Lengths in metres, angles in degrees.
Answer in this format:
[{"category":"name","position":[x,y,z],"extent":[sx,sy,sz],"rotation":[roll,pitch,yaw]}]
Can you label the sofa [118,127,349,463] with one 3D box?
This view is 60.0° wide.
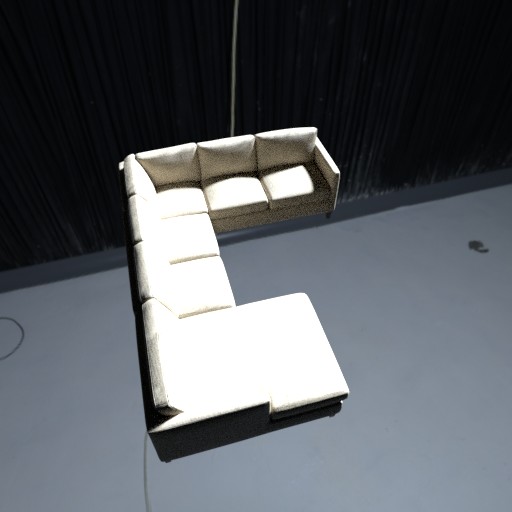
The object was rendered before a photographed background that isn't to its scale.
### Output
[{"category":"sofa","position":[0.000,0.000,4.696],"extent":[2.593,0.959,3.460],"rotation":[-11,48,-10]}]
